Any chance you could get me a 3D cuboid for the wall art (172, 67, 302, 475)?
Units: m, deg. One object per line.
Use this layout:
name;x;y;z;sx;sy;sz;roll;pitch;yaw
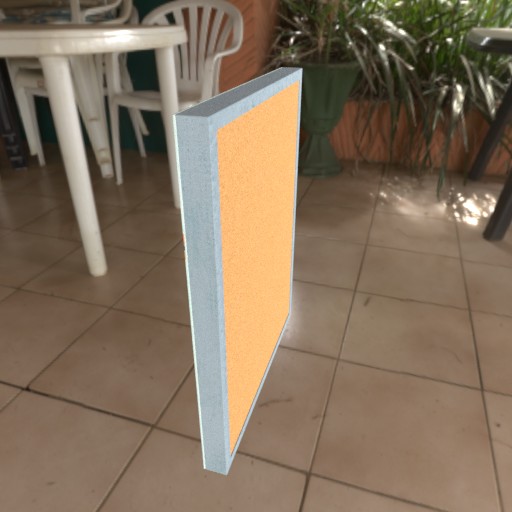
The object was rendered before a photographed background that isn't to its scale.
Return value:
wall art;0.000;0.000;0.699;0.037;0.509;0.409;8;30;15
